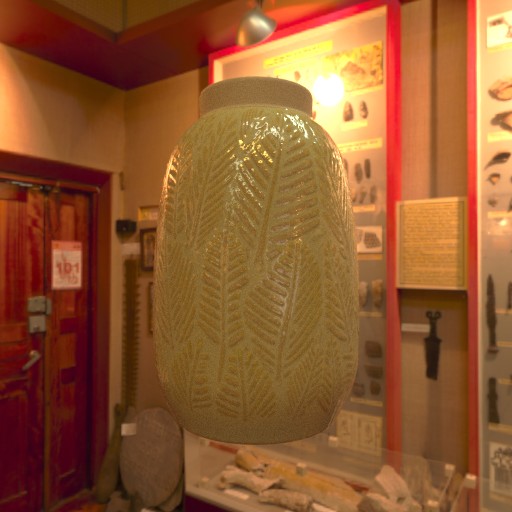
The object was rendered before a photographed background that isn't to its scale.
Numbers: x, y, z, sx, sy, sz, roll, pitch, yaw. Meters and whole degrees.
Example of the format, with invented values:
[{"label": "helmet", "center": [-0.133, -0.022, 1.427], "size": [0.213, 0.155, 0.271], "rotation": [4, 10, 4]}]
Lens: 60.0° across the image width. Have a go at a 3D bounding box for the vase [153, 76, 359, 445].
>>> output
[{"label": "vase", "center": [0.000, 0.000, 0.379], "size": [0.172, 0.270, 0.172], "rotation": [0, 0, 0]}]
